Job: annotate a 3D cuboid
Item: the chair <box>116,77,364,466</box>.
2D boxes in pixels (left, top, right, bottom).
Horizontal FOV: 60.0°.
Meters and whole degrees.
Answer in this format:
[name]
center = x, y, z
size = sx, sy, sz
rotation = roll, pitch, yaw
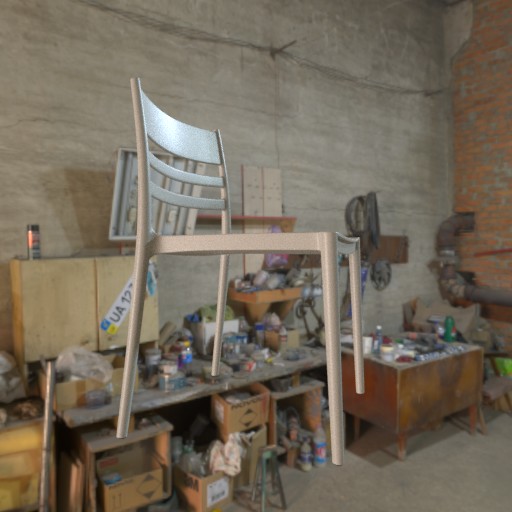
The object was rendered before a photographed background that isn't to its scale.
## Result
[chair]
center = 0.000, 0.000, 1.146
size = 0.511, 0.800, 0.531
rotation = 0, 1, 19
